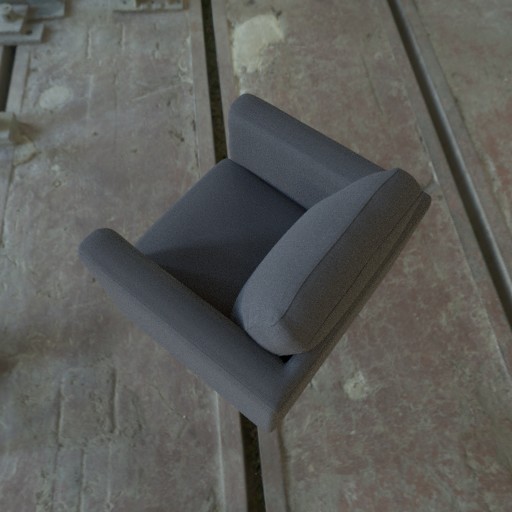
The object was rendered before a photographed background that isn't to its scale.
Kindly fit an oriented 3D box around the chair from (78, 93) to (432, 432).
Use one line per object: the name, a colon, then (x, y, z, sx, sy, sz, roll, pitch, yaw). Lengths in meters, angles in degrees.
chair: (0.000, 0.000, 1.584, 0.800, 0.927, 0.854, 35, 69, 16)
